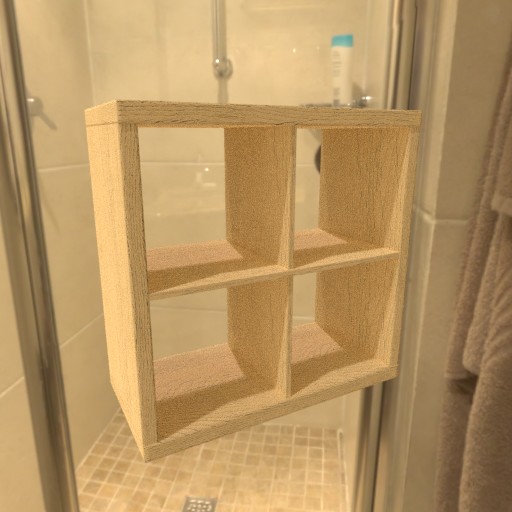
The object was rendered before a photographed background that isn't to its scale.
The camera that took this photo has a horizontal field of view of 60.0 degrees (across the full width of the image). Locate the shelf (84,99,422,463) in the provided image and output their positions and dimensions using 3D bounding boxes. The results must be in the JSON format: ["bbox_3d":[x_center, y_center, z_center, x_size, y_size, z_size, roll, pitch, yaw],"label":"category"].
[{"bbox_3d":[0.000,0.000,1.257,0.790,0.786,0.390,-8,17,-28],"label":"shelf"}]
